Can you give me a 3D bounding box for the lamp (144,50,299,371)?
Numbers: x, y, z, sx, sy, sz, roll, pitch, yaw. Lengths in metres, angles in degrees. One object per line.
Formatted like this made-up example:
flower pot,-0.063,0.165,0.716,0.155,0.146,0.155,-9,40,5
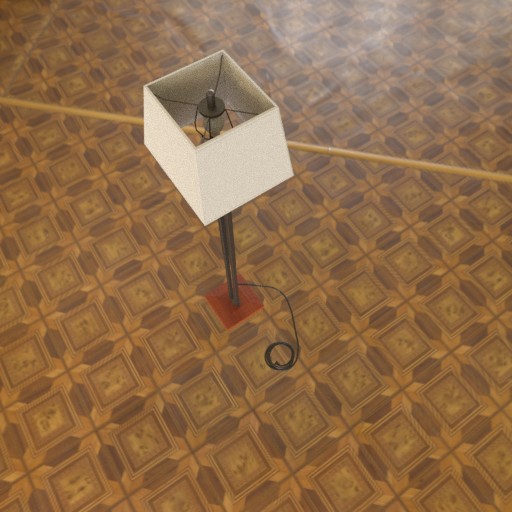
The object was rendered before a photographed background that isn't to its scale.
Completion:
lamp,0.000,0.000,2.007,0.472,1.712,0.745,-31,67,-15
